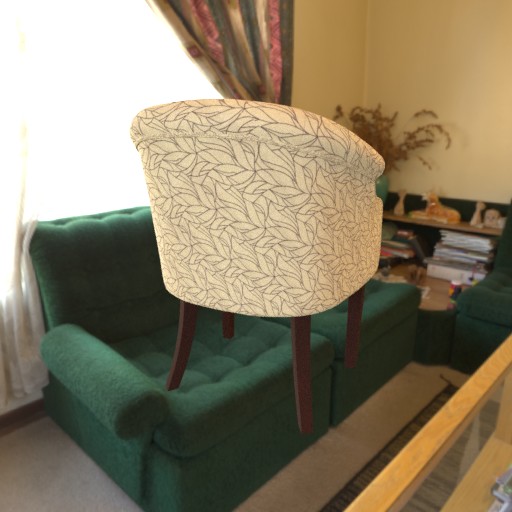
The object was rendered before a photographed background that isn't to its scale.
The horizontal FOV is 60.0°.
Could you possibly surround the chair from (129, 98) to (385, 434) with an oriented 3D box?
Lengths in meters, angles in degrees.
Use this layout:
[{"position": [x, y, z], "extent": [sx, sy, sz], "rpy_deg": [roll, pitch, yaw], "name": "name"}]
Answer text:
[{"position": [0.000, 0.000, 1.322], "extent": [0.686, 0.858, 0.613], "rpy_deg": [8, 18, 26], "name": "chair"}]
